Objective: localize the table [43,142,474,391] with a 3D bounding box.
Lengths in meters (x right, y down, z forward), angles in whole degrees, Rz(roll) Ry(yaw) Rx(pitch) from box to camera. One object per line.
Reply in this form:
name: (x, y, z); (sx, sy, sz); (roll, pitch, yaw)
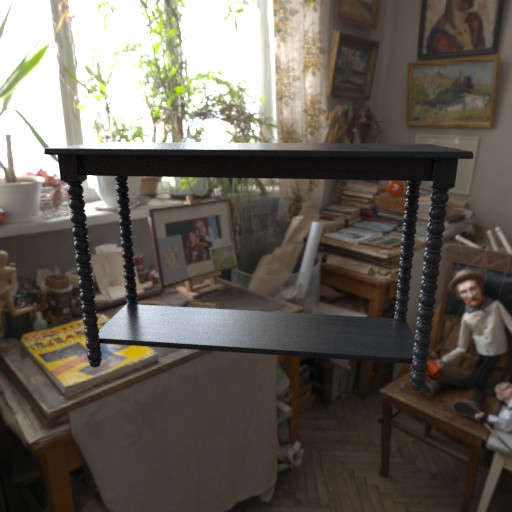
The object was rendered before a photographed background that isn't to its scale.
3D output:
table: (0.000, 0.000, 1.520); (1.184, 0.735, 0.459); (2, 17, 7)
